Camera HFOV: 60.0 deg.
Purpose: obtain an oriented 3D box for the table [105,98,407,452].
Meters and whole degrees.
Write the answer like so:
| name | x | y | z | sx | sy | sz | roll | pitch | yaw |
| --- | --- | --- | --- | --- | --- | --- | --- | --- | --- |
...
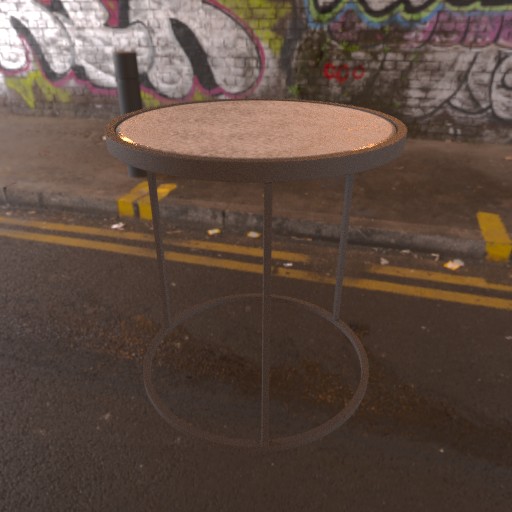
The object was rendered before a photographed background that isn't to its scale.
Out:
| name | x | y | z | sx | sy | sz | roll | pitch | yaw |
| --- | --- | --- | --- | --- | --- | --- | --- | --- | --- |
| table | 0.000 | 0.000 | 0.835 | 0.470 | 0.498 | 0.470 | 0 | 28 | 0 |
